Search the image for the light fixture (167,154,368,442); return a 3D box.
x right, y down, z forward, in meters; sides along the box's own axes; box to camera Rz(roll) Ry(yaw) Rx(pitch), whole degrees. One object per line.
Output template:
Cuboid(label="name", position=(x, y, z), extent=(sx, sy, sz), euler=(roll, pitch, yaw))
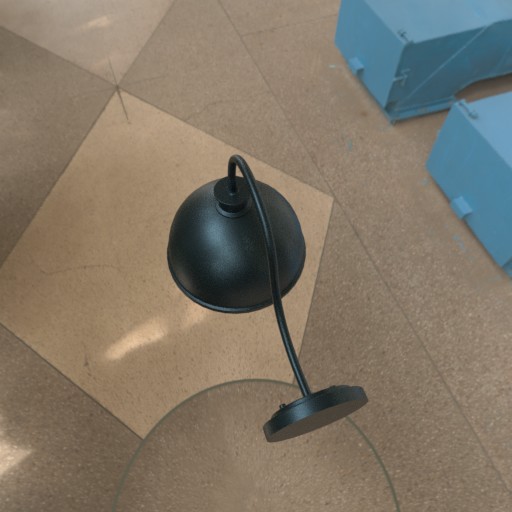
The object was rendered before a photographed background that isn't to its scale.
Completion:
Cuboid(label="light fixture", position=(0.000, 0.000, 0.637), extent=(0.253, 0.295, 0.467), euler=(-17, 60, -10))
